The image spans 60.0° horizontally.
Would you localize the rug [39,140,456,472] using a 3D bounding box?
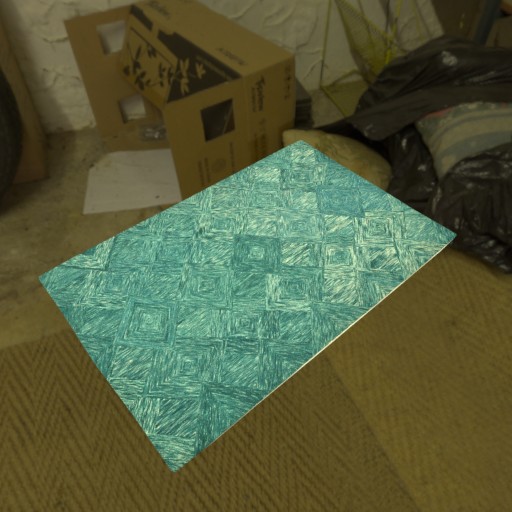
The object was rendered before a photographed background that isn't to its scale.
[{"bbox_3d":[0.000,0.000,2.155,1.728,0.017,1.136,-33,56,-26],"label":"rug"}]
